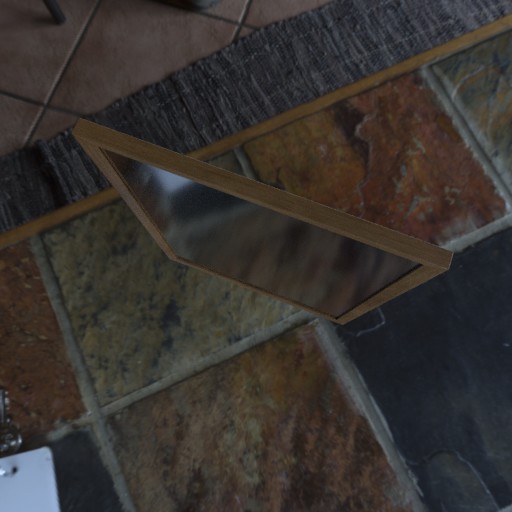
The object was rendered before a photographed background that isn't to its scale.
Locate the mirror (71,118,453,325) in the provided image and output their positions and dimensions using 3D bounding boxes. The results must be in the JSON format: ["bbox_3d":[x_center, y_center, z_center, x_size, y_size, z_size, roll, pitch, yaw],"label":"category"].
[{"bbox_3d":[0.000,0.000,1.332,0.762,1.016,0.040,21,77,5],"label":"mirror"}]
